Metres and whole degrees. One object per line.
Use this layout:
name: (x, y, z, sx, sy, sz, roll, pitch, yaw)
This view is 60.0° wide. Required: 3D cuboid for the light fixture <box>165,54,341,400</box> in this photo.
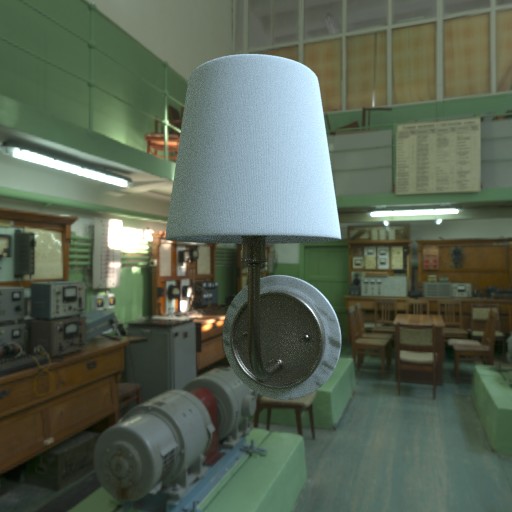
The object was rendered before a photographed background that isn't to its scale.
light fixture: (0.000, 0.000, 0.441, 0.168, 0.337, 0.188, 0, -1, 18)
